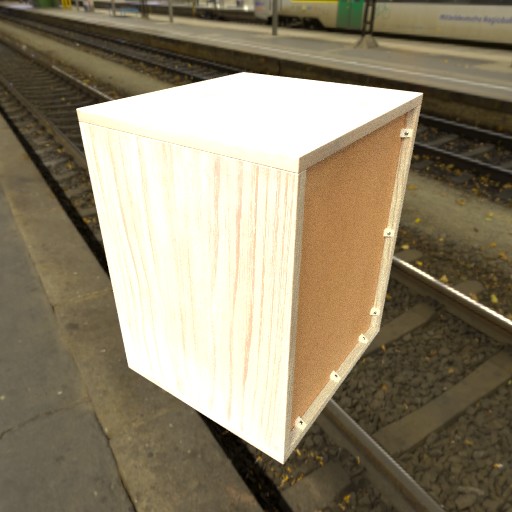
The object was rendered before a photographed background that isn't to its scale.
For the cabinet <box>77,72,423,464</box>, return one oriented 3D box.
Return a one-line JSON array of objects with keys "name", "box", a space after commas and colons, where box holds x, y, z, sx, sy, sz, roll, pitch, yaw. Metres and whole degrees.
[{"name": "cabinet", "box": [0.000, 0.000, 0.852, 0.401, 0.579, 0.409, 20, 36, 30]}]
